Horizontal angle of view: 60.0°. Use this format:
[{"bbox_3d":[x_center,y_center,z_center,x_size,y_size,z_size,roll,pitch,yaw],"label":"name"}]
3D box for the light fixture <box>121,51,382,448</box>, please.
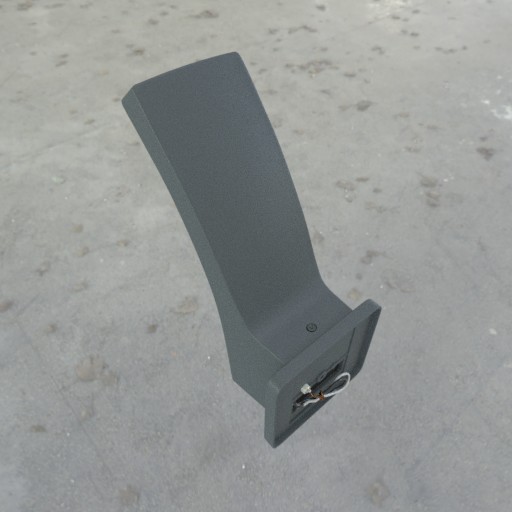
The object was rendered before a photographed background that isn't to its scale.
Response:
[{"bbox_3d":[0.000,0.000,0.331,0.108,0.243,0.174,-32,54,-27],"label":"light fixture"}]
